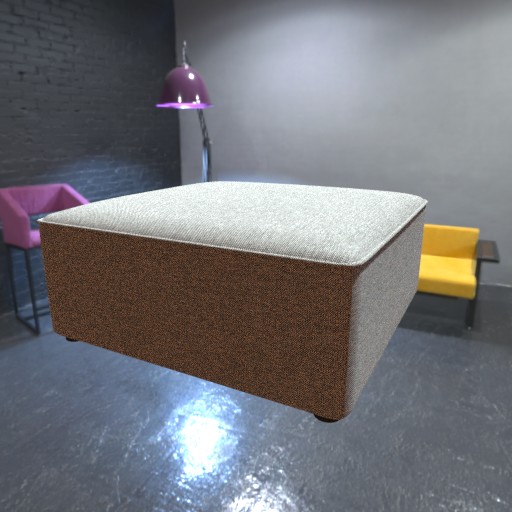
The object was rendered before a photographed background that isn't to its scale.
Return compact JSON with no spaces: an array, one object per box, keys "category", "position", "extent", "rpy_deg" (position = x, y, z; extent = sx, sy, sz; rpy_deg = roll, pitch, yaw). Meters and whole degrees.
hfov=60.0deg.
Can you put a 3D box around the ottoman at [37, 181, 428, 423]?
[{"category":"ottoman","position":[0.000,0.000,1.577],"extent":[1.005,0.455,1.005],"rpy_deg":[8,18,27]}]
